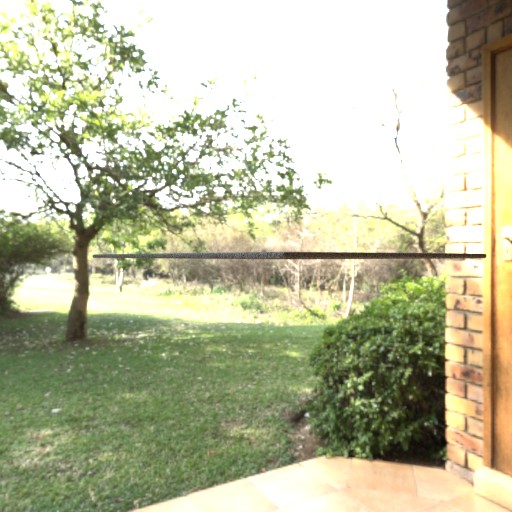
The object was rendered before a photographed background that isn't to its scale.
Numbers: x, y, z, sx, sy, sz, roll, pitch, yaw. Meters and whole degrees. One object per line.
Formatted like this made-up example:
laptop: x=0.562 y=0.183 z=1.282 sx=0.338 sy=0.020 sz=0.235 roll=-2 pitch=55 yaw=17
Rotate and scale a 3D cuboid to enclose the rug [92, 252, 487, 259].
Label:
rug: x=0.000 y=0.000 z=3.079 sx=1.524 sy=0.030 sz=2.438 roll=0 pitch=0 yaw=-36
